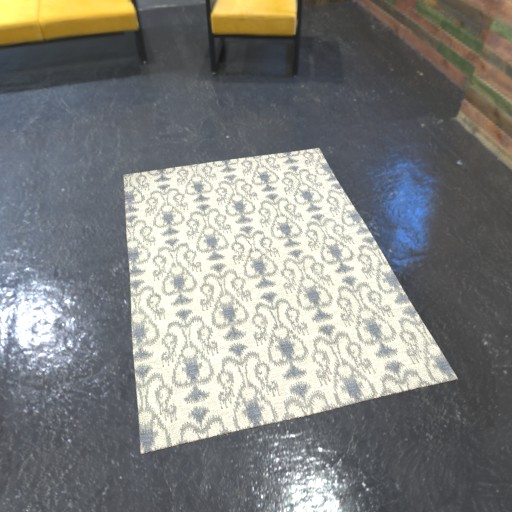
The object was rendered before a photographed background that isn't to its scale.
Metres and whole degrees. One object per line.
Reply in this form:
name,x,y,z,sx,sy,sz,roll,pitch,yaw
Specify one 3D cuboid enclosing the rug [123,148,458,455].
rug,0.000,0.000,2.978,1.676,0.013,2.261,-10,48,-9
